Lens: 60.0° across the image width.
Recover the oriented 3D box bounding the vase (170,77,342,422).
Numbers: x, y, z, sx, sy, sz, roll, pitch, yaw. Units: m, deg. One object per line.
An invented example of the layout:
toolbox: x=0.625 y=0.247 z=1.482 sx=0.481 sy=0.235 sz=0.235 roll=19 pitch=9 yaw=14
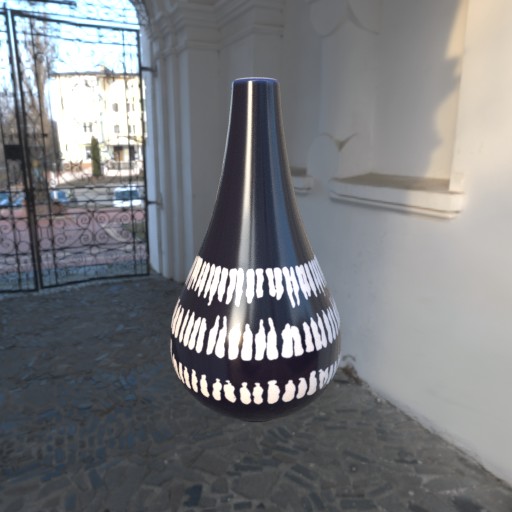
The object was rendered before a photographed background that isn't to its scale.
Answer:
vase: x=0.000 y=0.000 z=0.397 sx=0.159 sy=0.295 sz=0.159 roll=0 pitch=14 yaw=0
